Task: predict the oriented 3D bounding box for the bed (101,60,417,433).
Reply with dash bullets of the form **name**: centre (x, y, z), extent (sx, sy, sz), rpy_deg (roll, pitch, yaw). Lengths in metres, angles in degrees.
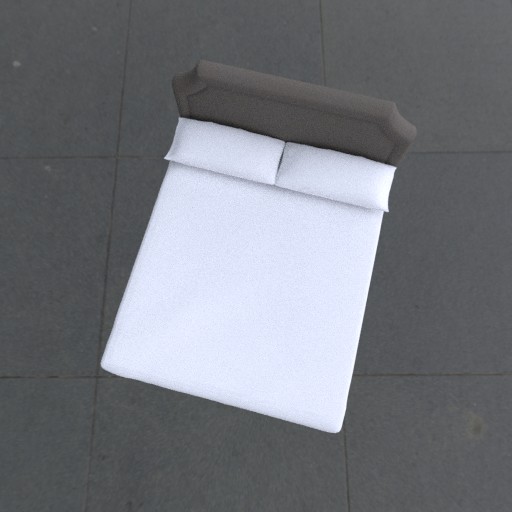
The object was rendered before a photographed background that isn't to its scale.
- **bed**: centre (0.000, 0.000, 3.872), extent (2.194, 1.561, 2.536), rpy_deg (14, 75, 4)
